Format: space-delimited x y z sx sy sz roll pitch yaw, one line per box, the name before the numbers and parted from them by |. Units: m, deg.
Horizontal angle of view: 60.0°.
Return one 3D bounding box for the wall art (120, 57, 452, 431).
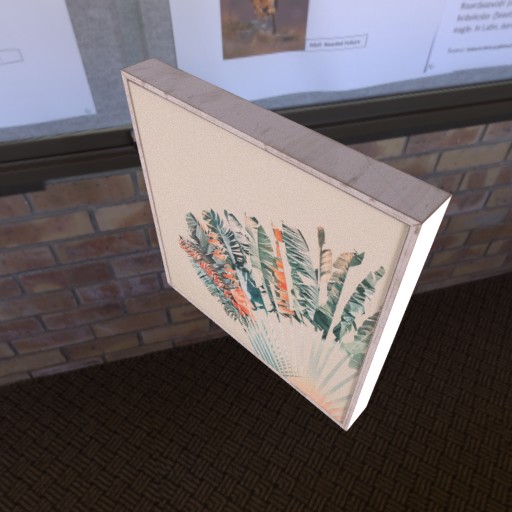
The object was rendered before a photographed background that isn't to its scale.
wall art | 0.000 0.000 0.452 0.305 0.303 0.038 34 55 28
